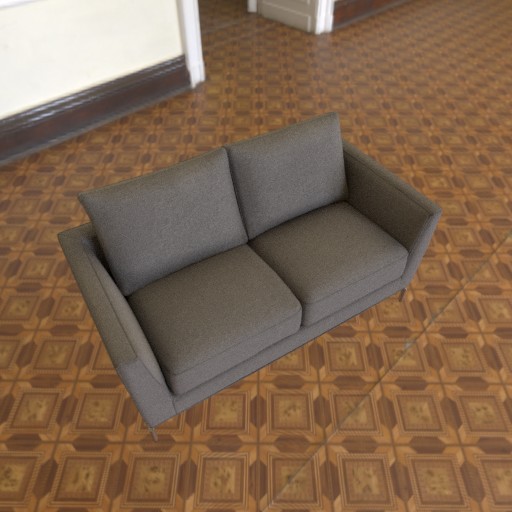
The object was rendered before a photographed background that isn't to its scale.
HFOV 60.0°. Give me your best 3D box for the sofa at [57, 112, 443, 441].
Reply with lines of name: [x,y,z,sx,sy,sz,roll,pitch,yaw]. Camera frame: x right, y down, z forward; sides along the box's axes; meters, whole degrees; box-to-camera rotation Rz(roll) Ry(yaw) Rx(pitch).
sofa: [0.000,0.000,2.170,1.594,0.924,0.803,-24,50,-22]
